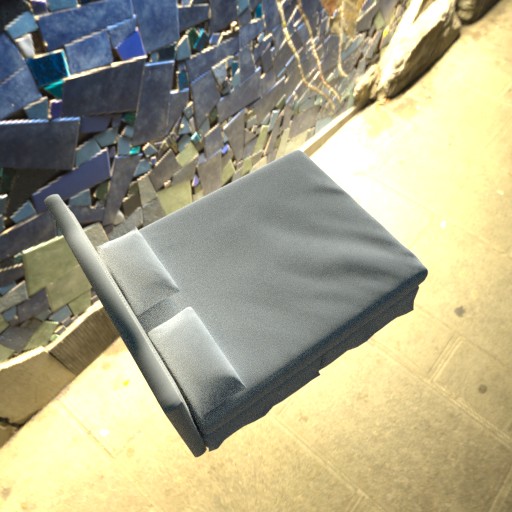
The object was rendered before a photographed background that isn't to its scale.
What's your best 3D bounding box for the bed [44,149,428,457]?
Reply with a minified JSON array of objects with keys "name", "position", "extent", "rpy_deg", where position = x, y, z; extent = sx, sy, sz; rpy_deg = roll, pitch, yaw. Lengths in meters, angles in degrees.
[{"name":"bed","position":[0.000,0.000,3.456],"extent":[2.282,1.436,1.821],"rpy_deg":[-30,62,-18]}]
